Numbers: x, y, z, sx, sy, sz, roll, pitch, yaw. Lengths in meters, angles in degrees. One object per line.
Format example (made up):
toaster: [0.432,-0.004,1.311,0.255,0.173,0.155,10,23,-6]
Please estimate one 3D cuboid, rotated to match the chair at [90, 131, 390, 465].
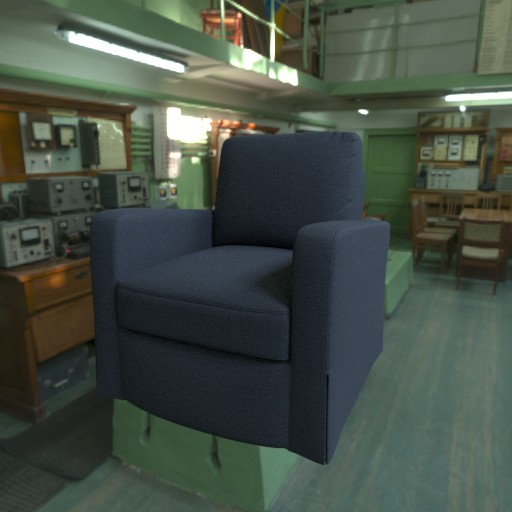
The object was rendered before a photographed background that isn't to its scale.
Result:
chair: [0.000,0.000,1.546,0.798,0.855,0.863,6,15,25]
